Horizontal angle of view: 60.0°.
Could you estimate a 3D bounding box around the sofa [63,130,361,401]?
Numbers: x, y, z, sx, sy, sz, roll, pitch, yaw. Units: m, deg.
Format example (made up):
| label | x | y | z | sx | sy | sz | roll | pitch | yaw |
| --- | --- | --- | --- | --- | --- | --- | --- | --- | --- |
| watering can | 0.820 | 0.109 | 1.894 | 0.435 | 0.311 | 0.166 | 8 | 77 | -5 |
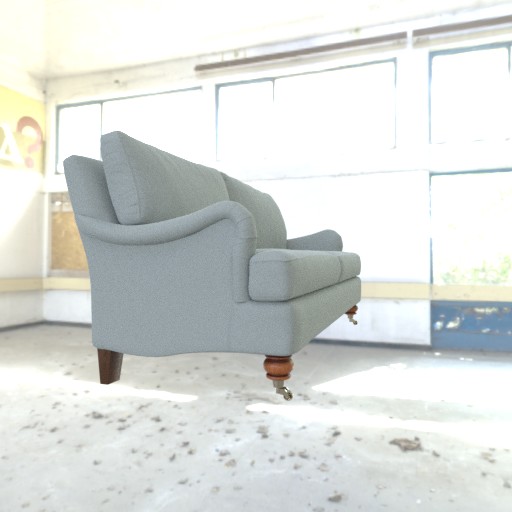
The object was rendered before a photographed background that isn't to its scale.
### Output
| label | x | y | z | sx | sy | sz | roll | pitch | yaw |
| --- | --- | --- | --- | --- | --- | --- | --- | --- | --- |
| sofa | 0.000 | 0.000 | 2.761 | 1.069 | 1.096 | 2.193 | 0 | 0 | 20 |
